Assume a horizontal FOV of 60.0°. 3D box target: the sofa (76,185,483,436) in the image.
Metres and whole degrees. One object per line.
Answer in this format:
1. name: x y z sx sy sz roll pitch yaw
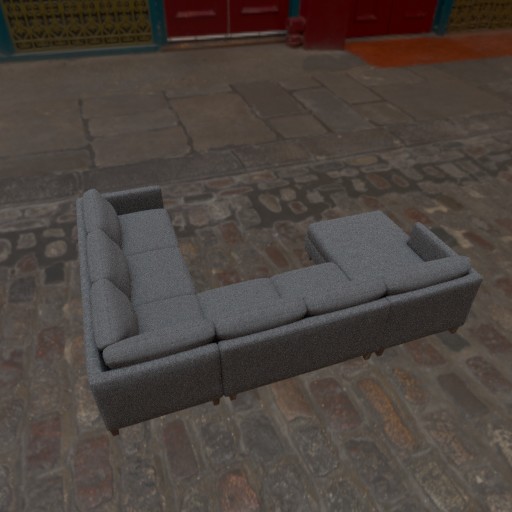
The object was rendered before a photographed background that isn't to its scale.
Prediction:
1. sofa: 0.000 0.000 4.406 3.238 0.853 2.551 -12 40 -15
